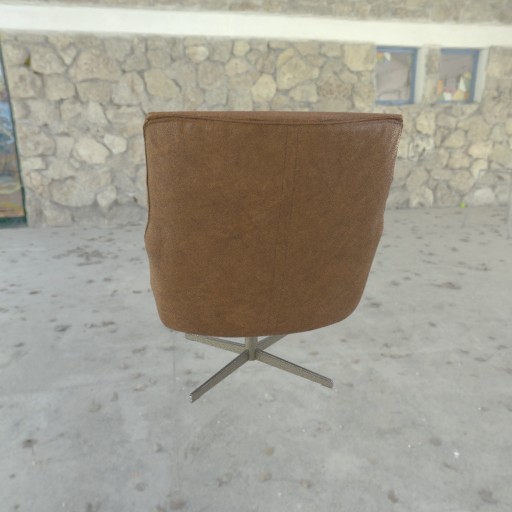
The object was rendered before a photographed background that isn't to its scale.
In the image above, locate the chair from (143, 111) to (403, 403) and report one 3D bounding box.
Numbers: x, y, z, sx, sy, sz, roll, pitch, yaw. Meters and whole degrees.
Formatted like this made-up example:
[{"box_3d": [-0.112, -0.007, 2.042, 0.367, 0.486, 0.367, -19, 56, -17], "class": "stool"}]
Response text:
[{"box_3d": [0.000, 0.000, 1.465, 0.729, 0.869, 0.874, -3, 15, -10], "class": "chair"}]
